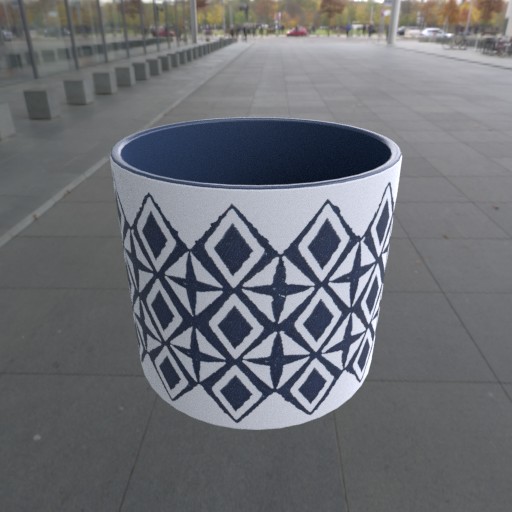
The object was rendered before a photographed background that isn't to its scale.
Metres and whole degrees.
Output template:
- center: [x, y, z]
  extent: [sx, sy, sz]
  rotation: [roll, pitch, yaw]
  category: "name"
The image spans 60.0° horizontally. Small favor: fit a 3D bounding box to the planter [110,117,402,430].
- center: [0.000, 0.000, 0.398]
  extent: [0.224, 0.203, 0.224]
  rotation: [0, 27, 0]
  category: "planter"
